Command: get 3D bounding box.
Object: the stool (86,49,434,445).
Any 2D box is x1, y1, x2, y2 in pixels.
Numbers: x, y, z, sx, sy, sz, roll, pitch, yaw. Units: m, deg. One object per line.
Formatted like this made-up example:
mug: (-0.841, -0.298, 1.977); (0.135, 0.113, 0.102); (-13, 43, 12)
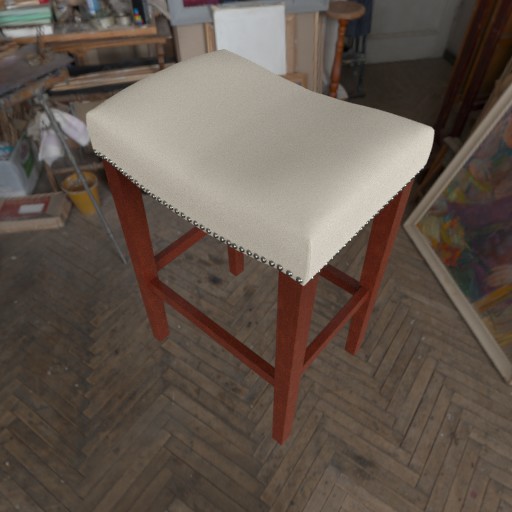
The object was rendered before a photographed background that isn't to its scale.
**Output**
stool: (0.000, 0.000, 1.014); (0.504, 0.742, 0.372); (32, 55, 26)
